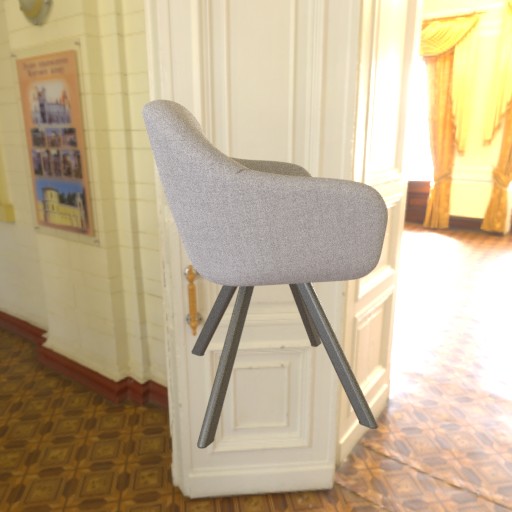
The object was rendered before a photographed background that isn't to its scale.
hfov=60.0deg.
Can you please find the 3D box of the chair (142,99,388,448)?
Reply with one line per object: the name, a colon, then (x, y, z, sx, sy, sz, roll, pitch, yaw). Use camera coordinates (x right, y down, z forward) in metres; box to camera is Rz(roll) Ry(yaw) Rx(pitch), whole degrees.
chair: (0.000, 0.000, 1.202, 0.550, 0.795, 0.590, -3, 16, -9)
